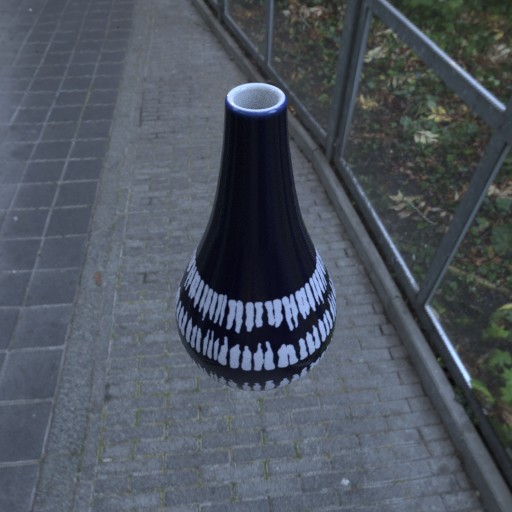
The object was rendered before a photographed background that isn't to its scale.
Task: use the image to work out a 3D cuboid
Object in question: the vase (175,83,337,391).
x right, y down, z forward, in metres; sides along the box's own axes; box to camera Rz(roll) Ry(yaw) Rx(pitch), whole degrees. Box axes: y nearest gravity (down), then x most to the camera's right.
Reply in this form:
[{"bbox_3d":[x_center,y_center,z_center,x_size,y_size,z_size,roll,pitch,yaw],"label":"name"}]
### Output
[{"bbox_3d":[0.000,0.000,0.385,0.159,0.295,0.159,0,47,0],"label":"vase"}]
